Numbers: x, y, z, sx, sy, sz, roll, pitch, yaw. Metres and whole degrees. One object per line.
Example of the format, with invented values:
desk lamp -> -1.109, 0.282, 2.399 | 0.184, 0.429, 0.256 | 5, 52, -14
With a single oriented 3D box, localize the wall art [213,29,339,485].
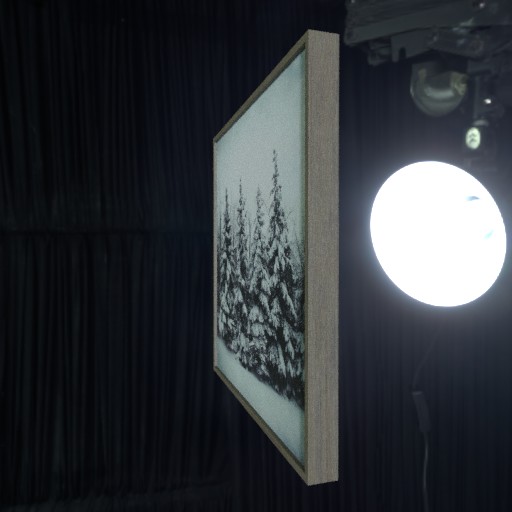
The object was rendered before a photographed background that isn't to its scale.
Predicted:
wall art -> 0.000, 0.000, 0.740 | 0.037, 0.507, 0.507 | 0, 1, -17
